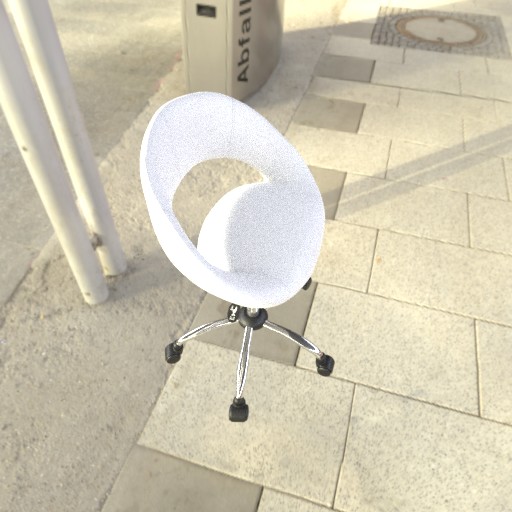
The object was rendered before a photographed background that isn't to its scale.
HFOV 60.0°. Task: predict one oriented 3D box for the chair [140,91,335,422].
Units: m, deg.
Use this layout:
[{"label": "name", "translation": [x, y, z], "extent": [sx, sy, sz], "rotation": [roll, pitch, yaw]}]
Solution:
[{"label": "chair", "translation": [0.000, 0.000, 1.213], "extent": [0.538, 0.791, 0.612], "rotation": [11, 47, 10]}]
